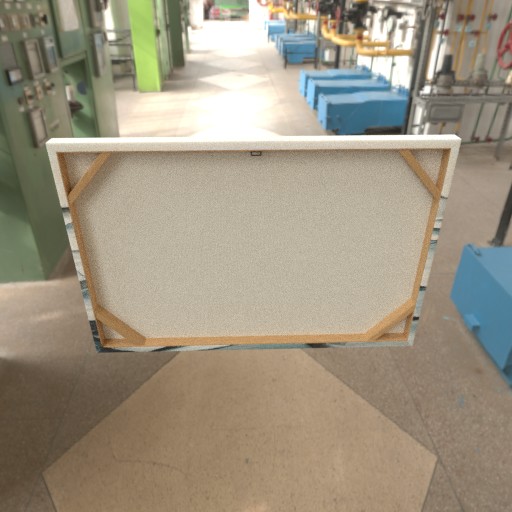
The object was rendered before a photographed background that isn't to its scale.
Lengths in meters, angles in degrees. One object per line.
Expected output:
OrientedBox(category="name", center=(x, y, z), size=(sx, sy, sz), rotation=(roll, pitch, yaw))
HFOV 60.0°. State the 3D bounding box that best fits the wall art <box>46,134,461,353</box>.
OrientedBox(category="wall art", center=(0.000, 0.000, 1.142), size=(0.914, 0.609, 0.039), rotation=(-1, 31, -2))
